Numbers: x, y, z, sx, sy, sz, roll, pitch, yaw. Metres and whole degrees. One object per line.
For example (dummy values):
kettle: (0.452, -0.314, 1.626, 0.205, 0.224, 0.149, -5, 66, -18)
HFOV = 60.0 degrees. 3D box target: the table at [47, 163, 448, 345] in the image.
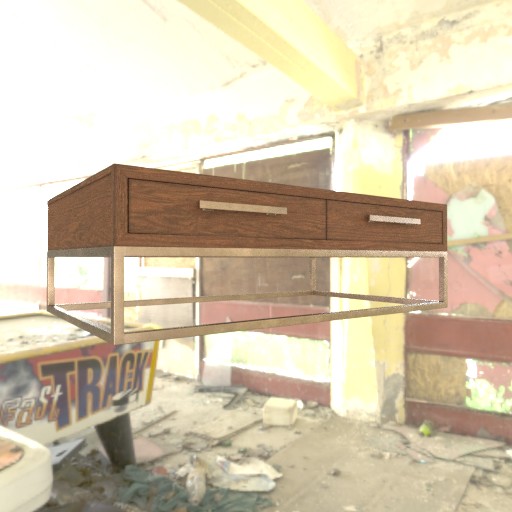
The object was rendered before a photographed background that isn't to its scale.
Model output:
table: (0.000, 0.000, 1.490, 1.167, 0.361, 0.719, 0, 0, -35)
